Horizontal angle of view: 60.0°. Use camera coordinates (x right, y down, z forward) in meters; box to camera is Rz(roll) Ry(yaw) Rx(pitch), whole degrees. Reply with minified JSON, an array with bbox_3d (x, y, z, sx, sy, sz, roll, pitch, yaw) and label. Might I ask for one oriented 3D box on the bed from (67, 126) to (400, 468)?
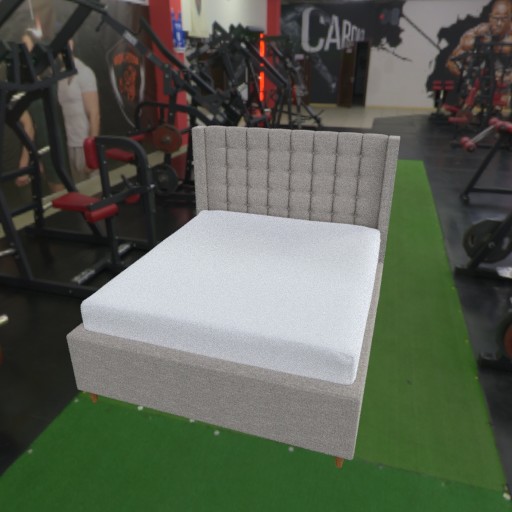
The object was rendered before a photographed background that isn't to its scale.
[{"bbox_3d":[0.000,0.000,3.744,2.044,1.748,2.372,8,26,17],"label":"bed"}]
